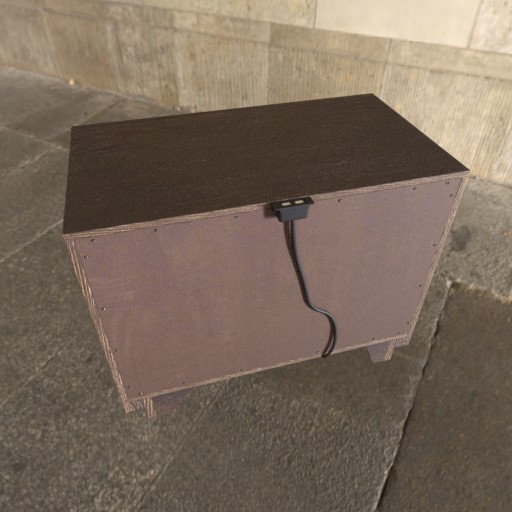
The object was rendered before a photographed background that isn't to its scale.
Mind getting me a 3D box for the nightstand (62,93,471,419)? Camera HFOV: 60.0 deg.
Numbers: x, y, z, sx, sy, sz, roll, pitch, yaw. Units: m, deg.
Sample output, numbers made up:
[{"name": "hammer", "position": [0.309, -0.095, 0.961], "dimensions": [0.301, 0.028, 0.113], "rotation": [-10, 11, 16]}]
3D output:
[{"name": "nightstand", "position": [0.000, 0.000, 1.153], "dimensions": [0.775, 0.612, 0.457], "rotation": [-10, 42, -12]}]
